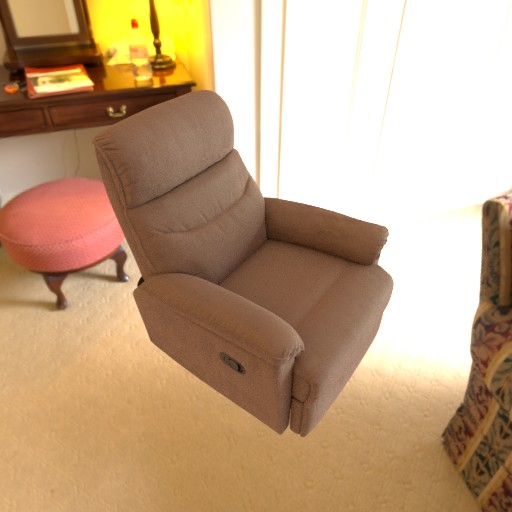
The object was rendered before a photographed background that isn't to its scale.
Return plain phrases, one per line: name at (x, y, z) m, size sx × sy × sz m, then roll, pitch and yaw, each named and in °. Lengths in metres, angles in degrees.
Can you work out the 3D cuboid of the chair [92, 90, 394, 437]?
chair at (0.000, 0.000, 1.771) m, size 1.004 × 1.037 × 0.820 m, roll 25°, pitch 46°, yaw 27°
